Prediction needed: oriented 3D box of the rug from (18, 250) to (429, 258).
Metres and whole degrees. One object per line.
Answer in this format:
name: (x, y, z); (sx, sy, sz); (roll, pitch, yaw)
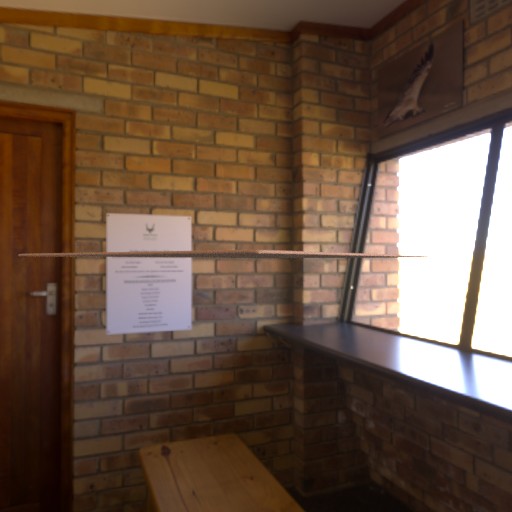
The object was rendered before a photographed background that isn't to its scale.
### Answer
rug: (0.000, 0.000, 2.726); (1.524, 0.013, 2.134); (0, -1, 35)
